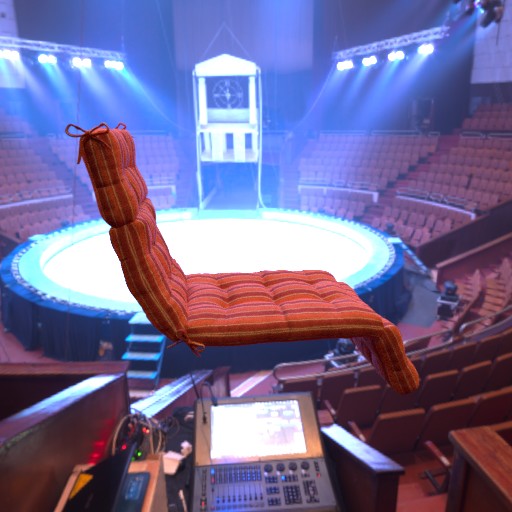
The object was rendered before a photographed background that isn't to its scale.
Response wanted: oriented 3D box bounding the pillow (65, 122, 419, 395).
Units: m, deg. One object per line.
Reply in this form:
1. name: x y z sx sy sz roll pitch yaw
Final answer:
1. pillow: 0.000 0.000 1.485 1.016 0.863 0.526 -3 16 -9
